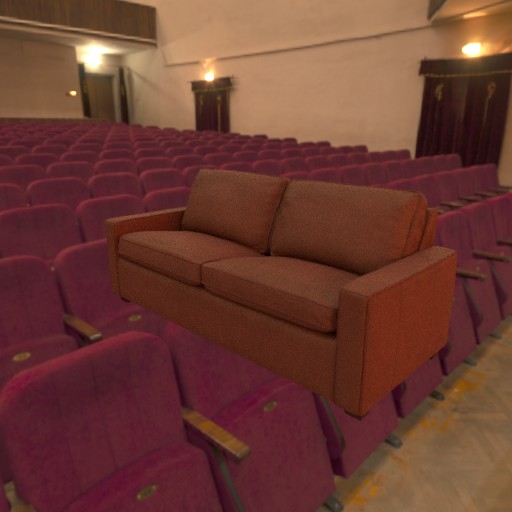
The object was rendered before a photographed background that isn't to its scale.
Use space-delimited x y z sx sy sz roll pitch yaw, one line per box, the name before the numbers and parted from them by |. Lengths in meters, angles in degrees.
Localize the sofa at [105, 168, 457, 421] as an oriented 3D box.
sofa | 0.000 0.000 2.692 2.080 0.919 0.940 15 22 42
